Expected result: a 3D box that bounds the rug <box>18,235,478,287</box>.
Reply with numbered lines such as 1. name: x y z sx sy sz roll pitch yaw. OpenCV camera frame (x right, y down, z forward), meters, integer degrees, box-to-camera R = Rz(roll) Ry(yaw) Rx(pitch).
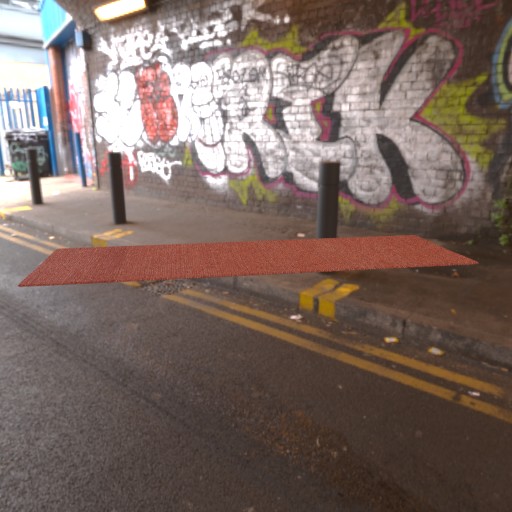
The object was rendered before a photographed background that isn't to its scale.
1. rug: 0.000 0.000 2.510 2.307 0.012 0.687 -2 15 -9
